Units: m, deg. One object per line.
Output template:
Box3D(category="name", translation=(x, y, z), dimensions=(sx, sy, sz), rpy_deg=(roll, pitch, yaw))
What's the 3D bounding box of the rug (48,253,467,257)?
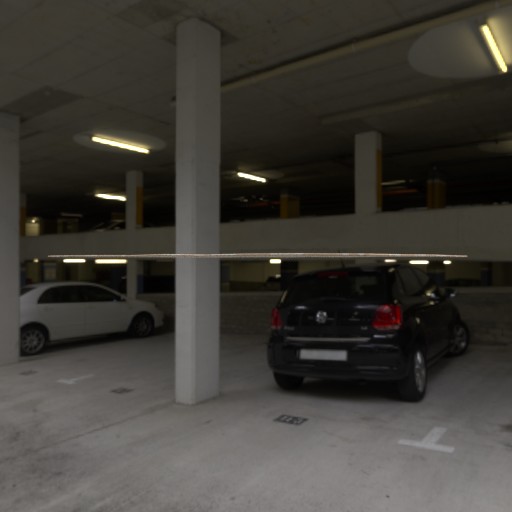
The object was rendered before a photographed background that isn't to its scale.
Box3D(category="rug", translation=(0.000, 0.000, 4.349), dimensions=(3.365, 0.020, 2.452), rpy_deg=(0, 0, 37))
